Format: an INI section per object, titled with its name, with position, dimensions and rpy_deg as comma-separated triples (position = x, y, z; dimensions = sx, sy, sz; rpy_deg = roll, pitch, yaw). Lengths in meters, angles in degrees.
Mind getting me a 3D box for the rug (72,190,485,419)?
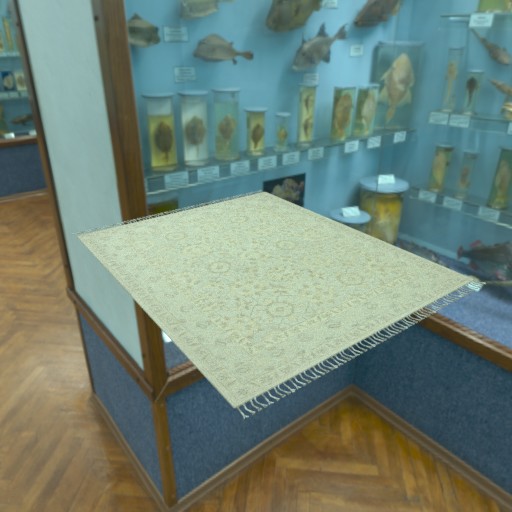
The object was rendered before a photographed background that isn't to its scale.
[rug]
position = 0.000, 0.000, 4.056
dimensions = 2.444, 0.013, 3.043
rpy_deg = -18, 32, -32
